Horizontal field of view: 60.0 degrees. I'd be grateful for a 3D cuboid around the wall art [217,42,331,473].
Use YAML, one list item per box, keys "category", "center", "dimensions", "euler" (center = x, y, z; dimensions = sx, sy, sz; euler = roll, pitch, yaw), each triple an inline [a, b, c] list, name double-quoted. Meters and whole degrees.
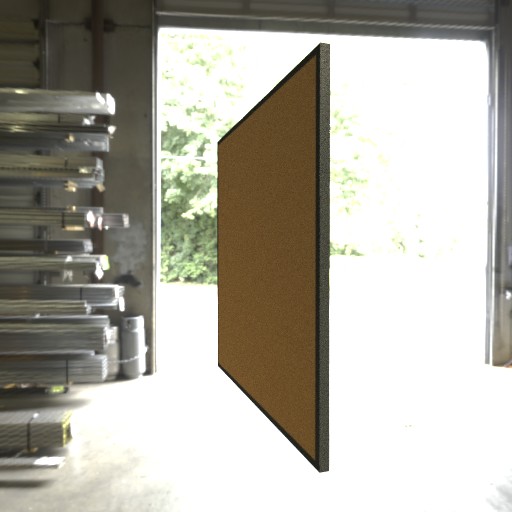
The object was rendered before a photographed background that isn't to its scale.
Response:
- category: "wall art"
  center: [0.000, 0.000, 1.209]
  dimensions: [0.022, 0.803, 0.805]
  euler: [0, 1, -19]
